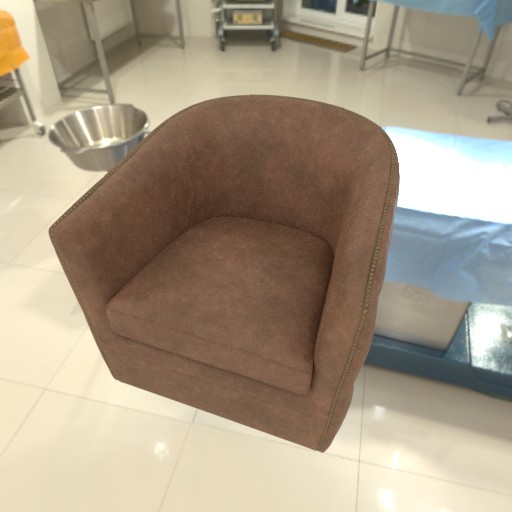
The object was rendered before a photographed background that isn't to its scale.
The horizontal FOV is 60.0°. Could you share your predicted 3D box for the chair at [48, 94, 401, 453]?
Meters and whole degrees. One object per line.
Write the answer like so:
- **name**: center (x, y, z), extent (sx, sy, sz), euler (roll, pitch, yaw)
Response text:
- **chair**: center (0.000, 0.000, 1.518), extent (0.850, 0.790, 0.870), euler (14, 43, 15)
